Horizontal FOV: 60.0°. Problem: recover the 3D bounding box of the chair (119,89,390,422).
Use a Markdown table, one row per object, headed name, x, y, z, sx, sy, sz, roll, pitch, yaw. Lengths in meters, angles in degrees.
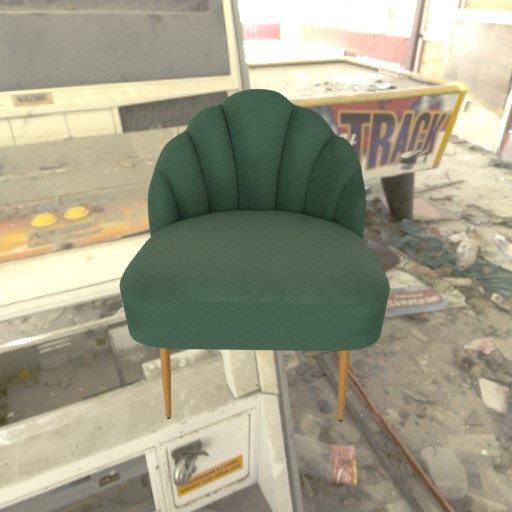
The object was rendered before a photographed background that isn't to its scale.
| name | x | y | z | sx | sy | sz | roll | pitch | yaw |
| --- | --- | --- | --- | --- | --- | --- | --- | --- | --- |
| chair | 0.000 | 0.000 | 1.280 | 0.657 | 0.819 | 0.599 | 1 | 30 | 1 |
